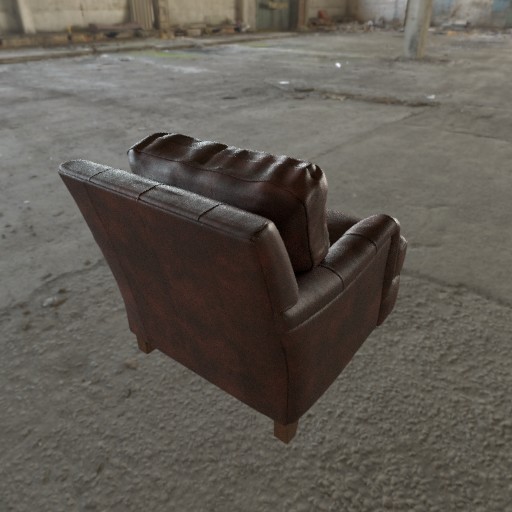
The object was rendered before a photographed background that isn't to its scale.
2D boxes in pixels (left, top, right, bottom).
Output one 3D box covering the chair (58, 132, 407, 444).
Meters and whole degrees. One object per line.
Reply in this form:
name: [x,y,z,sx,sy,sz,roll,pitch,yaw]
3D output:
chair: [0.000,0.000,1.928,0.987,1.051,1.156,21,36,32]
